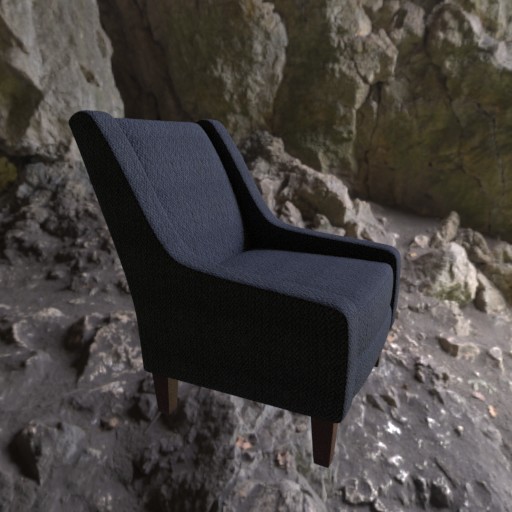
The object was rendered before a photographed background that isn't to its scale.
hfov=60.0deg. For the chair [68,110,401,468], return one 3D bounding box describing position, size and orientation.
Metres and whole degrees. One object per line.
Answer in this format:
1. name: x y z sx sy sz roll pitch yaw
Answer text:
1. chair: 0.000 0.000 1.641 0.944 1.012 0.793 7 16 26
